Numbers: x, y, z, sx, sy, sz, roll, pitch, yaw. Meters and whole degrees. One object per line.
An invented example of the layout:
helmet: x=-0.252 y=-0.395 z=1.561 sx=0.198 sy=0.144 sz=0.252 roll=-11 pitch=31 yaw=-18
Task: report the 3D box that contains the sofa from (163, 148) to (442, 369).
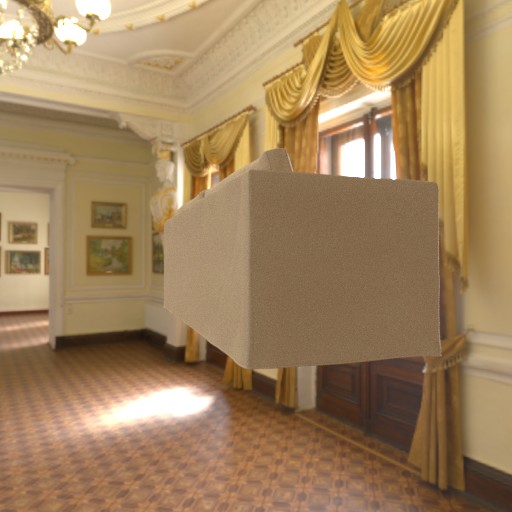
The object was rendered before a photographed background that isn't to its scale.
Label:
sofa: x=0.000 y=0.000 z=3.305 sx=1.036 sy=0.999 sz=2.779 roll=0 pitch=-1 yaw=-19
